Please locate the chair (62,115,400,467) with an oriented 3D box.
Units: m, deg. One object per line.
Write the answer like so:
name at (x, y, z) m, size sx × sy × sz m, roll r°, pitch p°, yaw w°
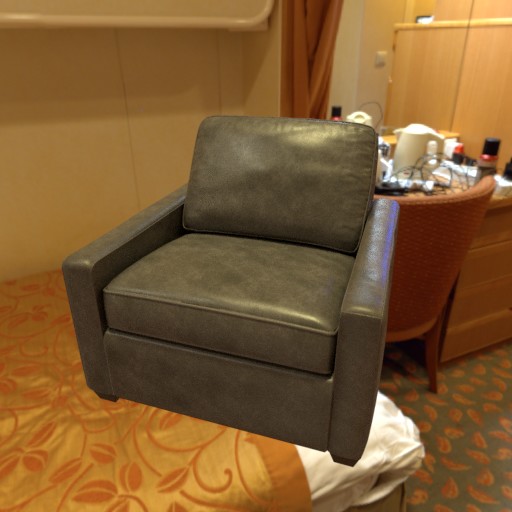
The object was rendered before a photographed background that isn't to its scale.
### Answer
chair at (0.000, 0.000, 1.681) m, size 1.006 × 0.916 × 0.939 m, roll 8°, pitch 27°, yaw 16°
